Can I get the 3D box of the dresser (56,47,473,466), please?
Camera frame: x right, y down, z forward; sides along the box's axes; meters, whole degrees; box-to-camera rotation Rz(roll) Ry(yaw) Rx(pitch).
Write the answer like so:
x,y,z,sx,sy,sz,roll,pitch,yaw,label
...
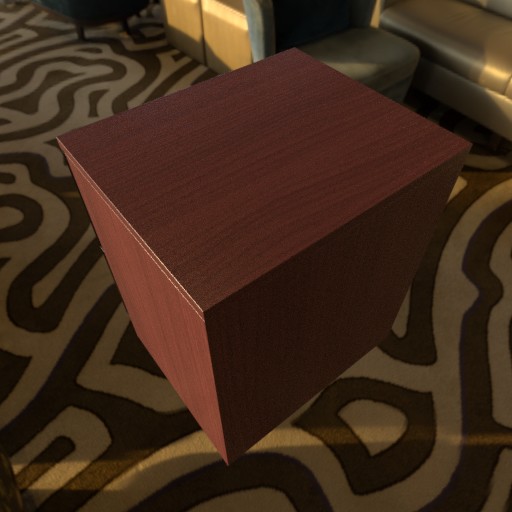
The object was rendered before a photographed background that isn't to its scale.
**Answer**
x,y,z,sx,sy,sz,roll,pitch,yaw,label
0.000,0.000,0.739,0.400,0.470,0.360,-31,56,-24,dresser
